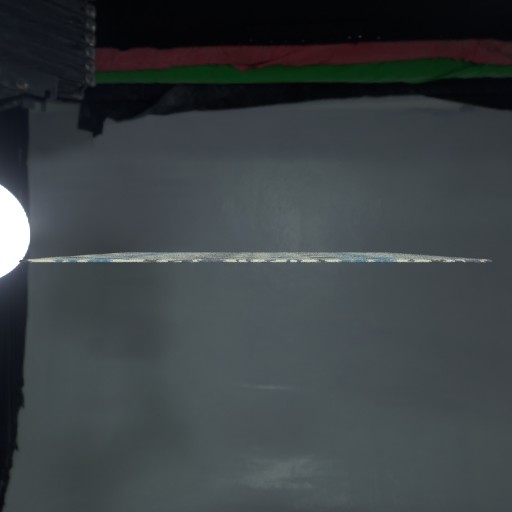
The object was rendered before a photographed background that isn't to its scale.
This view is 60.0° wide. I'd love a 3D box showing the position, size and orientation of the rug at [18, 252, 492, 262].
[{"bbox_3d":[0.000,0.000,2.940,2.261,0.013,1.676,0,2,0],"label":"rug"}]
